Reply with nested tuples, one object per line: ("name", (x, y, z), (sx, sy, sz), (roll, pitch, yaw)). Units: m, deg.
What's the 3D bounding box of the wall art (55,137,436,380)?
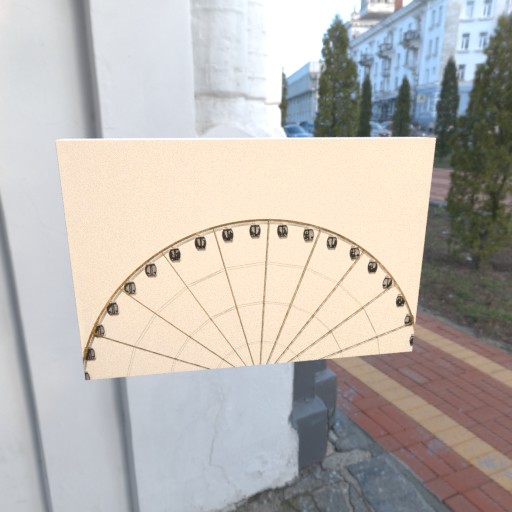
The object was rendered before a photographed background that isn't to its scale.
("wall art", (0.000, 0.000, 0.495), (0.384, 0.254, 0.039), (-3, 17, -9))
